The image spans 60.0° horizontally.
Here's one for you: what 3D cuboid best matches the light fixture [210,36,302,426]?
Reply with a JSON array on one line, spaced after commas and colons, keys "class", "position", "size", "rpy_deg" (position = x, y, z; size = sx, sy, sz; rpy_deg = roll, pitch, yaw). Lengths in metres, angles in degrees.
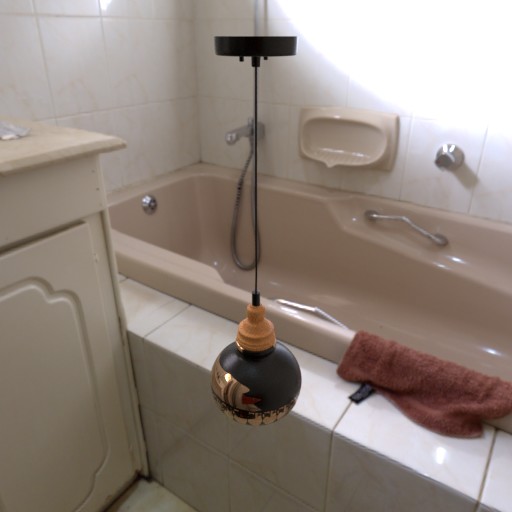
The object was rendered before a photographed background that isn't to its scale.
[{"class": "light fixture", "position": [0.000, 0.000, 1.808], "size": [0.430, 1.606, 0.430], "rpy_deg": [18, 32, 32]}]
